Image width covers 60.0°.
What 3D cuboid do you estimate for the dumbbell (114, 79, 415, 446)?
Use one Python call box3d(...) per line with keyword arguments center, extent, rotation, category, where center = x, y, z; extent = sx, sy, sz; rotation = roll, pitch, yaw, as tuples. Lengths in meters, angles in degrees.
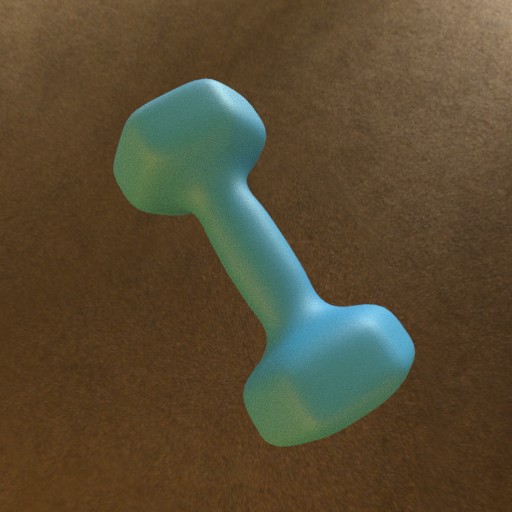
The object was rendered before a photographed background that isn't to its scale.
box3d(center=(0.000, 0.000, 0.192), extent=(0.074, 0.066, 0.152), rotation=(-30, 77, -7), category="dumbbell")
